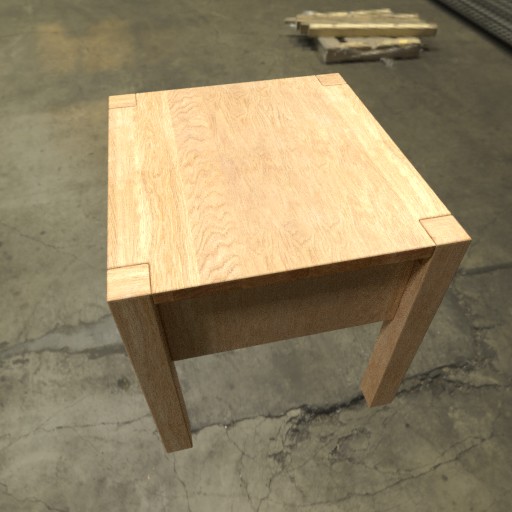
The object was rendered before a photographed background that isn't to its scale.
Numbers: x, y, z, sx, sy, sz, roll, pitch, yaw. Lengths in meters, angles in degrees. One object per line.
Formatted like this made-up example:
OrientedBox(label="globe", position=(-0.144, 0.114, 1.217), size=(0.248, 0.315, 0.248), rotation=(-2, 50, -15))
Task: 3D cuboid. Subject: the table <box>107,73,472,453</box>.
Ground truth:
OrientedBox(label="table", position=(0.000, 0.000, 0.836), size=(0.440, 0.450, 0.480), rotation=(-9, 47, -9))
